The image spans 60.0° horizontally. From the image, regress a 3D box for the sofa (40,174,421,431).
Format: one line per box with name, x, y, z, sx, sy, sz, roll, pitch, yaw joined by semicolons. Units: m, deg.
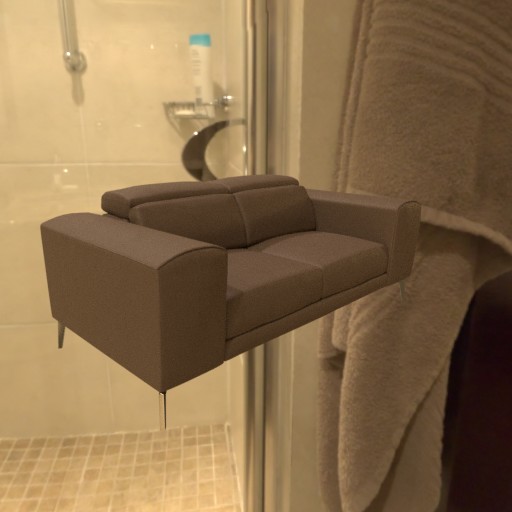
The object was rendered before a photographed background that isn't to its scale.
sofa;0.000;0.000;2.419;1.003;0.779;1.895;15;21;43
